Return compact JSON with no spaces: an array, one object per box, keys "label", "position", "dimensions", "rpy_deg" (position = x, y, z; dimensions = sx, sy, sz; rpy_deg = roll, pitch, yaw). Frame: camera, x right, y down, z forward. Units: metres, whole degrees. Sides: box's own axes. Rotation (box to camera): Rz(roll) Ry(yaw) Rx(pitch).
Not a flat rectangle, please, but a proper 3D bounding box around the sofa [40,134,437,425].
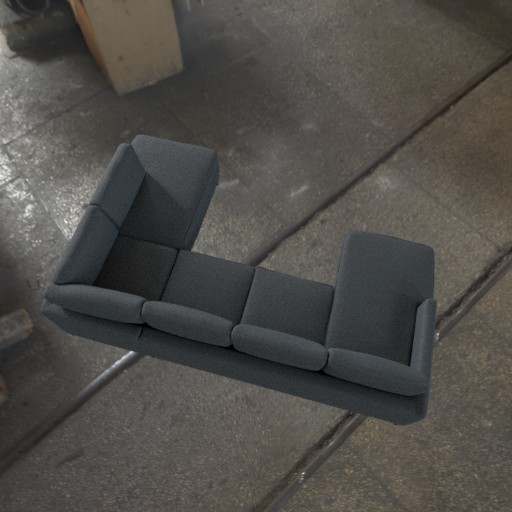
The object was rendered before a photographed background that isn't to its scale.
[{"label":"sofa","position":[0.000,0.000,3.784],"dimensions":[2.975,0.858,1.984],"rpy_deg":[13,64,7]}]
